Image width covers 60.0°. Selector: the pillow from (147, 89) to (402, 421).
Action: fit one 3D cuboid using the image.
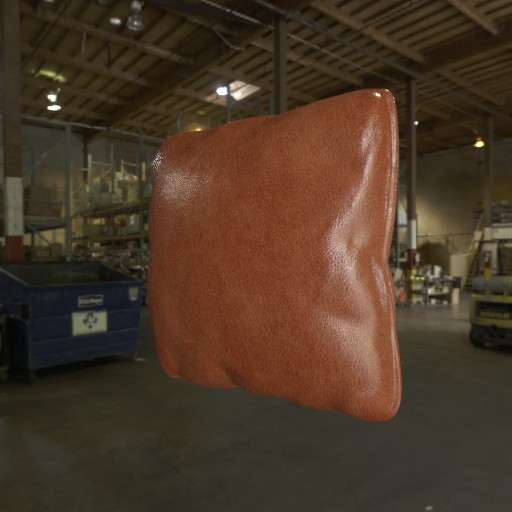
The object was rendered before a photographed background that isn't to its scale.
[{"bbox_3d":[0.000,0.000,0.815,0.532,0.523,0.236,0,0,37],"label":"pillow"}]
